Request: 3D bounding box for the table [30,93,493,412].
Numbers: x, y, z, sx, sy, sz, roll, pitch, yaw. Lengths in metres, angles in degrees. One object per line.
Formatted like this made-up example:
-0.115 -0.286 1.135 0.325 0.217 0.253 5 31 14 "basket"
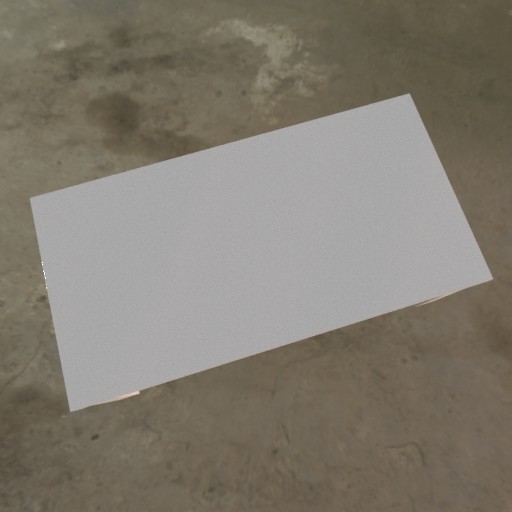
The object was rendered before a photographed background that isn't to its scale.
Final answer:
0.000 0.000 1.657 1.350 0.470 0.700 -17 76 -4 "table"
